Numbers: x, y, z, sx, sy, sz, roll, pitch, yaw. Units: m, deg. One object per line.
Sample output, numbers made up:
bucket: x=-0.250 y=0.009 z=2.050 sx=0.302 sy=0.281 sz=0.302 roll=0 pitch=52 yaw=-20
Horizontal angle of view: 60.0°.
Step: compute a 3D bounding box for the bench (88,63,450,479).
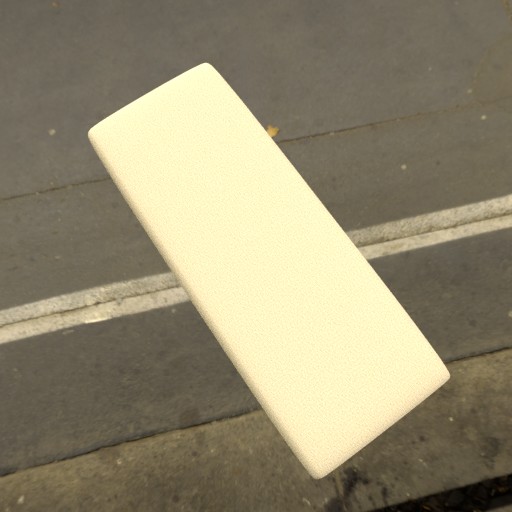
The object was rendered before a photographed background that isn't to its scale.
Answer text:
bench: x=0.000 y=0.000 z=1.859 sx=0.646 sy=0.393 sz=1.609 roll=-34 pitch=78 yaw=-8
